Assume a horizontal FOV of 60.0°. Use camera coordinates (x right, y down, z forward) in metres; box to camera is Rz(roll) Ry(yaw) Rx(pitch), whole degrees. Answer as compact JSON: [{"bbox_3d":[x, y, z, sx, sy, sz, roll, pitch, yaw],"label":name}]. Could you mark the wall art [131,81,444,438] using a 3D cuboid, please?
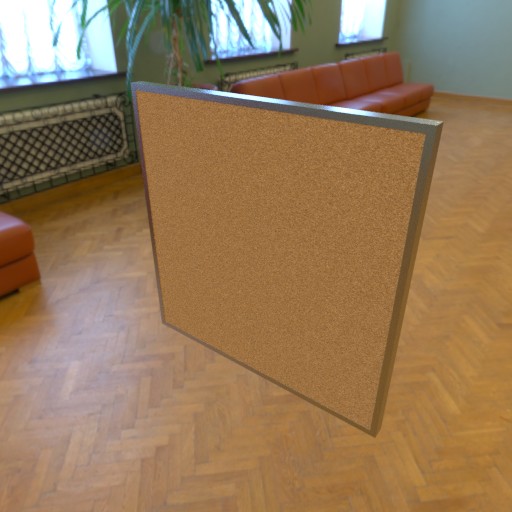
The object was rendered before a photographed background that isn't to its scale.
[{"bbox_3d":[0.000,0.000,1.185,0.806,0.806,0.038,20,35,31],"label":"wall art"}]
